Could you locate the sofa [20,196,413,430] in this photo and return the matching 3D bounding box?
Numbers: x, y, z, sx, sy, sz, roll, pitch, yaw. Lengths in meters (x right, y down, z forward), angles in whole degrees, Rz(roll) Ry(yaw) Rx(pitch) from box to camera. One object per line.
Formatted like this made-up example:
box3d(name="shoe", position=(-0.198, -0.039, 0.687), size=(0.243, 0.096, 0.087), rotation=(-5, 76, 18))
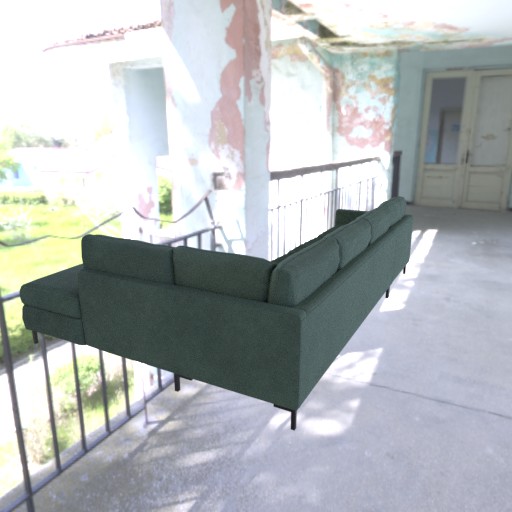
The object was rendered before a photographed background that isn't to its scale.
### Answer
box3d(name="sofa", position=(0.000, 0.000, 3.129), size=(1.707, 0.687, 2.486), rotation=(8, 17, 27))
